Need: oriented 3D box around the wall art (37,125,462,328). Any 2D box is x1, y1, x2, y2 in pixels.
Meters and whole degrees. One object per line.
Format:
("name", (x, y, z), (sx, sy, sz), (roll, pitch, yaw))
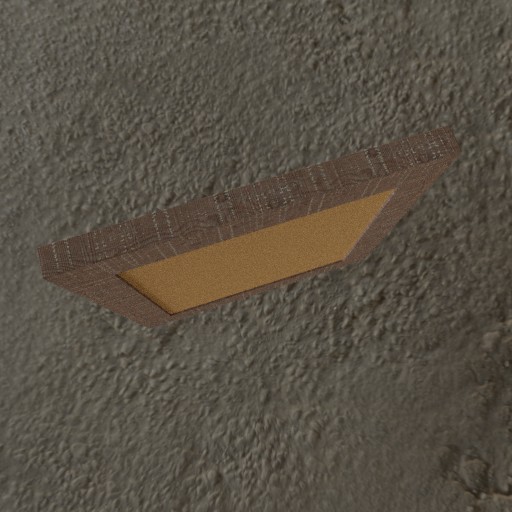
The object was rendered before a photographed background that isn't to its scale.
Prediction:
("wall art", (0.000, 0.000, 0.795), (0.531, 0.531, 0.040), (-17, 75, -5))
